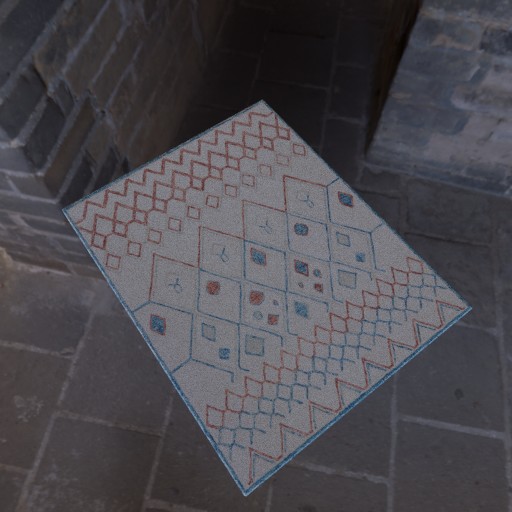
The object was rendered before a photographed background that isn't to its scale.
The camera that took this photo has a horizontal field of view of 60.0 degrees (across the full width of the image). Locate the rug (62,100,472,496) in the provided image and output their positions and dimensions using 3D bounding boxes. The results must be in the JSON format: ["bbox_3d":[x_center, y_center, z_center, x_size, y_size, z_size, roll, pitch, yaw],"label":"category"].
[{"bbox_3d":[0.000,0.000,4.084,2.441,0.016,3.050,-33,68,-15],"label":"rug"}]
